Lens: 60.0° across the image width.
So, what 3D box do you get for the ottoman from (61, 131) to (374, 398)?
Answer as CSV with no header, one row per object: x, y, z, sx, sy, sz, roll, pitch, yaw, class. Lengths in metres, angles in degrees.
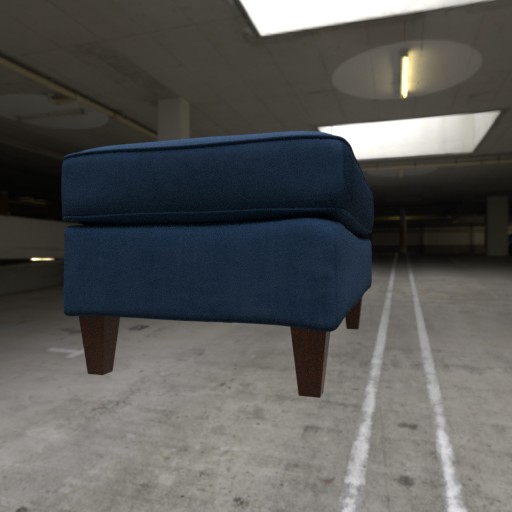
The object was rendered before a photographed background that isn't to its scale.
0.000,0.000,1.200,0.583,0.484,0.862,0,0,18,ottoman
